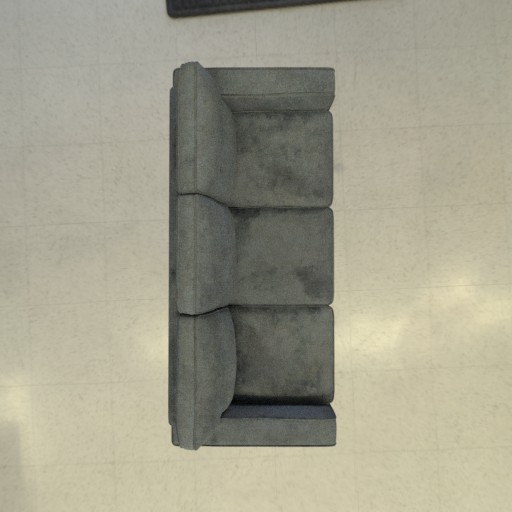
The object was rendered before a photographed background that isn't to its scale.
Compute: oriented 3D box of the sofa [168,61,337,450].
[{"bbox_3d":[0.000,0.000,2.637,0.939,0.965,2.133,0,89,0],"label":"sofa"}]
